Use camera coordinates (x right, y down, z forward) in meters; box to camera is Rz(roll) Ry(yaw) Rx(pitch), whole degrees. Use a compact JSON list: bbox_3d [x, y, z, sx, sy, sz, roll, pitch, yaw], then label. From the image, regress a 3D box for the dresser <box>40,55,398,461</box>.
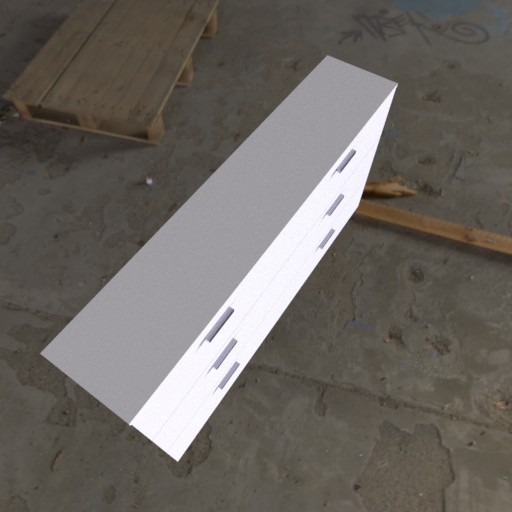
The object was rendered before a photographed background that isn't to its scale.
[{"bbox_3d":[0.000,0.000,1.788,0.333,0.790,1.535,30,63,17],"label":"dresser"}]
